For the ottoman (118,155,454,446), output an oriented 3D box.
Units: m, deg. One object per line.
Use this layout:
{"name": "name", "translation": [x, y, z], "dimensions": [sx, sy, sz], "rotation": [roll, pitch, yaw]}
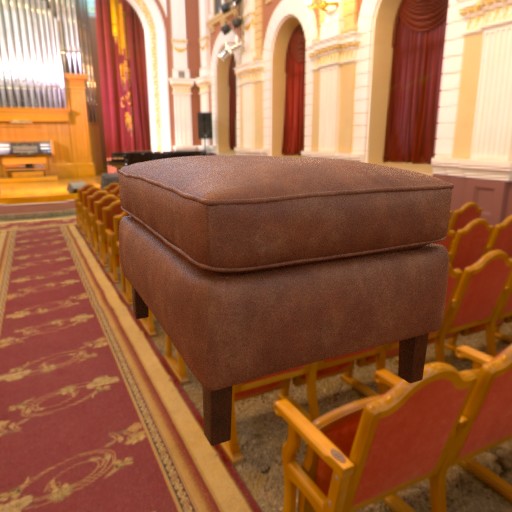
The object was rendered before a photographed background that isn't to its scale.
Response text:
{"name": "ottoman", "translation": [0.000, 0.000, 0.969], "dimensions": [0.501, 0.418, 0.665], "rotation": [-7, 16, -25]}
